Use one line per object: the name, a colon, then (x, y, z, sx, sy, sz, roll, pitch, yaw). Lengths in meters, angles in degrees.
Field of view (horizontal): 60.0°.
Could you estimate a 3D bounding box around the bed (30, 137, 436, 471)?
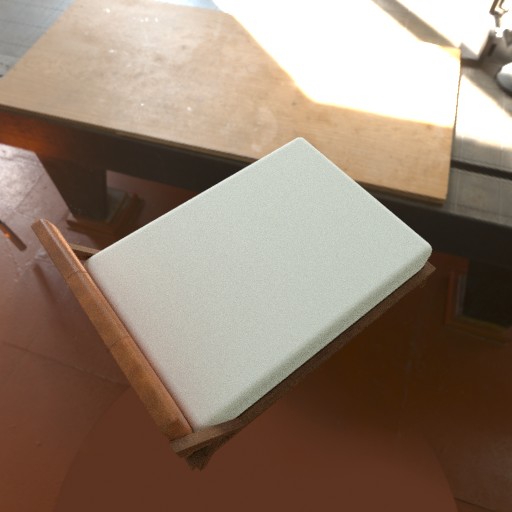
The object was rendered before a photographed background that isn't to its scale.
bed: (0.000, 0.000, 3.201, 2.311, 1.168, 1.651, -34, 64, -19)
